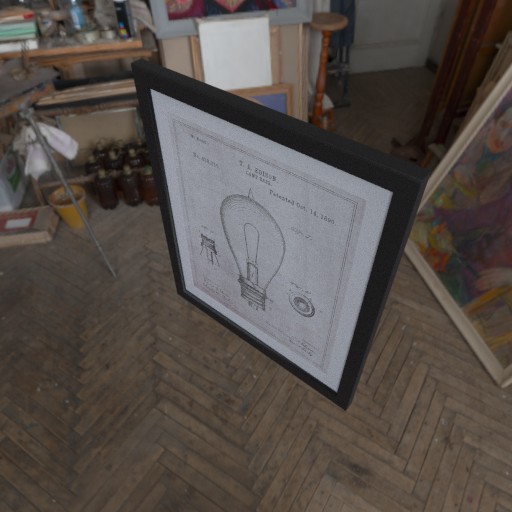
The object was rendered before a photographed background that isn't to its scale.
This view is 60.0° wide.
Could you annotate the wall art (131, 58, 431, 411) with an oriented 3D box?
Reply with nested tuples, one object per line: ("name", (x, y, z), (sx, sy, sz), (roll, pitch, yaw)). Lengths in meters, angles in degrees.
("wall art", (0.000, 0.000, 0.711), (0.430, 0.509, 0.021), (30, 53, 26))
